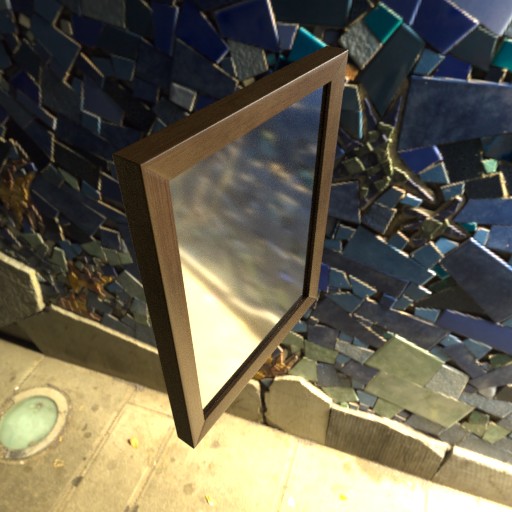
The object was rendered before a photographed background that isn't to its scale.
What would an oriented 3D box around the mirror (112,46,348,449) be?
[{"bbox_3d":[0.000,0.000,0.678,0.041,0.508,0.405,24,46,26],"label":"mirror"}]
